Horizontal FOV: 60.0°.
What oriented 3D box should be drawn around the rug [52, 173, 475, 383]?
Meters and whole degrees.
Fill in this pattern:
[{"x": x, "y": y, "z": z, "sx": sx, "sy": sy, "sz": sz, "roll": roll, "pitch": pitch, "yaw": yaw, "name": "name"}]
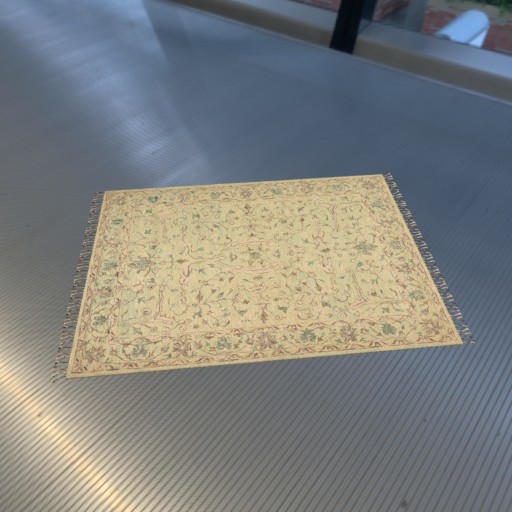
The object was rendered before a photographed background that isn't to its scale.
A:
[{"x": 0.000, "y": 0.000, "z": 2.280, "sx": 1.802, "sy": 0.008, "sz": 1.247, "roll": -4, "pitch": 47, "yaw": -4, "name": "rug"}]
